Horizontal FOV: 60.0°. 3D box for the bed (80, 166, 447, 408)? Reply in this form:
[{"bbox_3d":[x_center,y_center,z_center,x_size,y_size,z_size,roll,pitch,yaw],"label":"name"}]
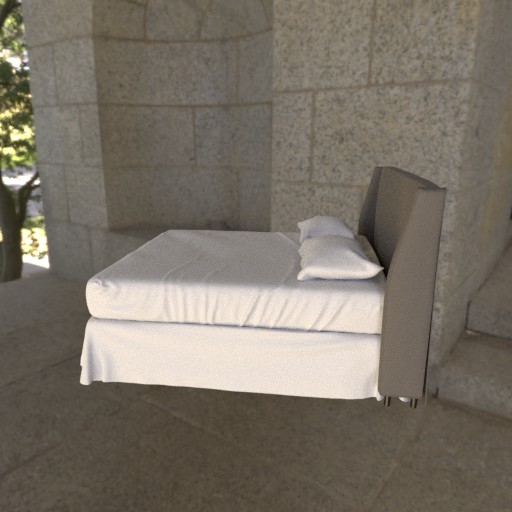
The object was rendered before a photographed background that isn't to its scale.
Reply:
[{"bbox_3d":[0.000,0.000,3.496,2.276,1.332,1.925,2,15,8],"label":"bed"}]
